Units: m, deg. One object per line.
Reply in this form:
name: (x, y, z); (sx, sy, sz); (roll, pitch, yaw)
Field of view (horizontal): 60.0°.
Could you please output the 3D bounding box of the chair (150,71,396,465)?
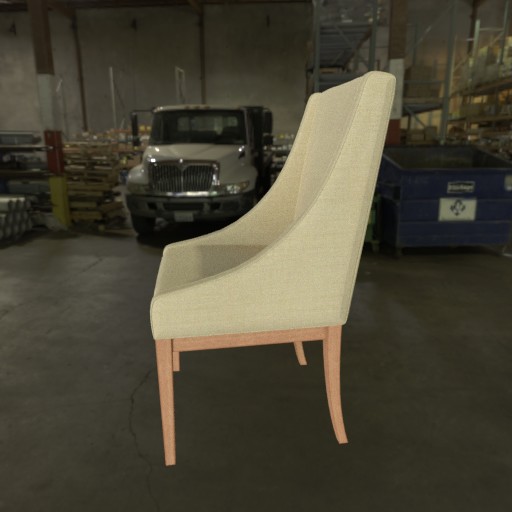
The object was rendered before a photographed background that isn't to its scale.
chair: (0.000, 0.000, 1.384); (0.611, 1.021, 0.575); (-2, 15, -8)
